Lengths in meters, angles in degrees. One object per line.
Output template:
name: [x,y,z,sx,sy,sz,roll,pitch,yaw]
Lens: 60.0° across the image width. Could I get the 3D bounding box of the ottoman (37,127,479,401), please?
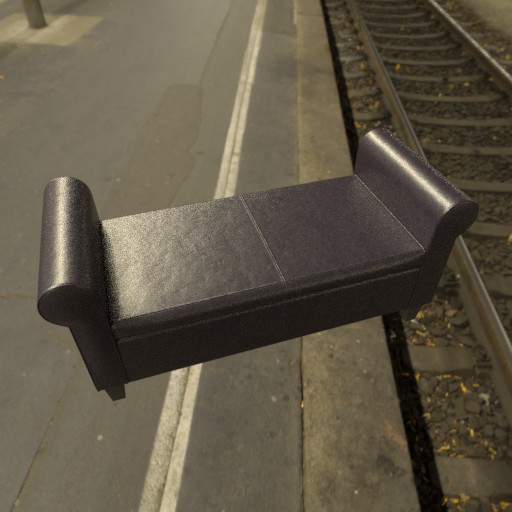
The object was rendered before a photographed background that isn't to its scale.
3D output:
ottoman: [0.000,0.000,1.516,1.256,0.547,0.521,-12,43,-13]
